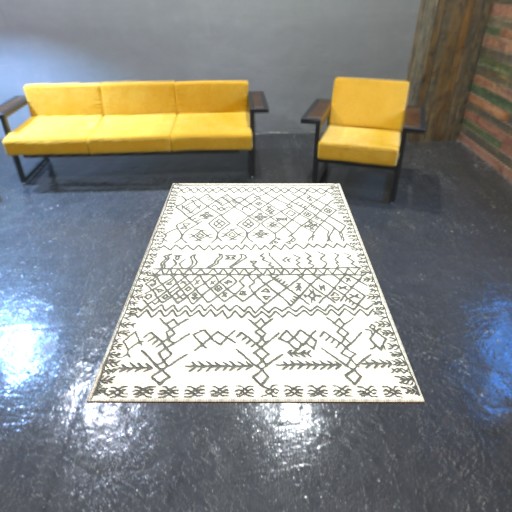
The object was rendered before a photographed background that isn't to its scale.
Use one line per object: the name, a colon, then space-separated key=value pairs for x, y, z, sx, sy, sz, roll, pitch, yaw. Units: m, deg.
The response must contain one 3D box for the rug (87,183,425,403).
rug: x=0.000 y=0.000 z=3.025 sx=1.526 sy=0.012 sz=2.444 roll=0 pitch=33 yaw=0
